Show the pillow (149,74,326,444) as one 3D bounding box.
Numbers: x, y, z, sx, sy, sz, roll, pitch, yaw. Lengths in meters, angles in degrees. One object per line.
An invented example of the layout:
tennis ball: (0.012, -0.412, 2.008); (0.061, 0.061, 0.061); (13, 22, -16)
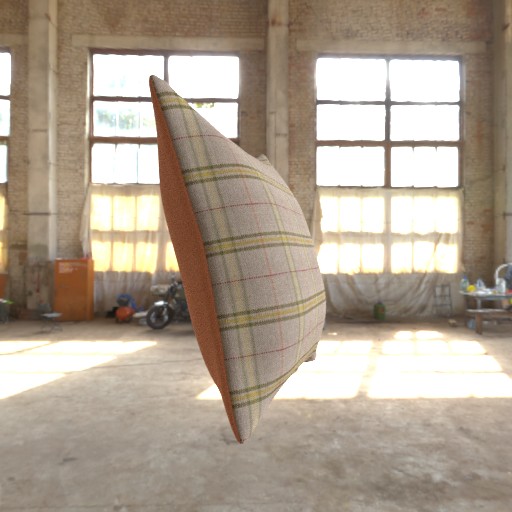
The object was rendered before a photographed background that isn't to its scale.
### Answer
pillow: (0.000, 0.000, 0.715); (0.200, 0.430, 0.453); (0, 0, 18)
